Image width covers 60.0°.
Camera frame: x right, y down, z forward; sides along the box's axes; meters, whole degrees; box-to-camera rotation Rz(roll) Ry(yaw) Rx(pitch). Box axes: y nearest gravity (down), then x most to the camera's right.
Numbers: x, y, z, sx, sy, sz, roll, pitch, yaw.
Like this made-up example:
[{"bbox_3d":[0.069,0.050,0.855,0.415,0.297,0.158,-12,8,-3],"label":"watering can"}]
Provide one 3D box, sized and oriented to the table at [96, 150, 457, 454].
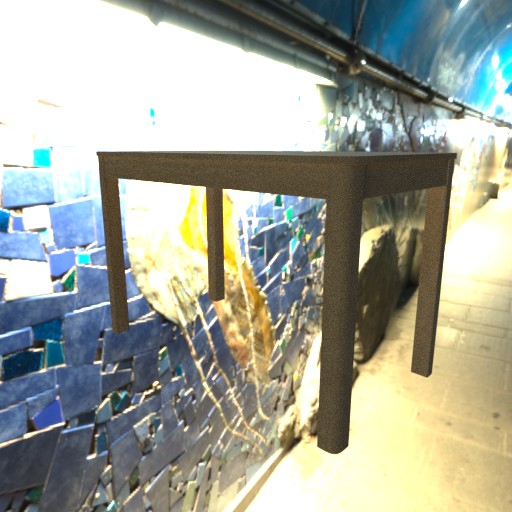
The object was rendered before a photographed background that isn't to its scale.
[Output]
[{"bbox_3d":[0.000,0.000,1.969,1.400,0.900,0.750,13,19,42],"label":"table"}]
